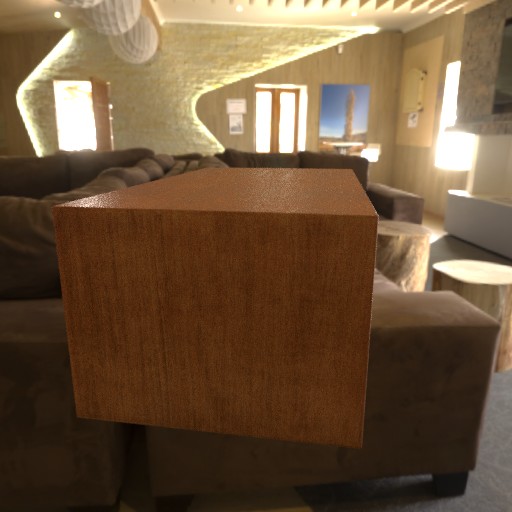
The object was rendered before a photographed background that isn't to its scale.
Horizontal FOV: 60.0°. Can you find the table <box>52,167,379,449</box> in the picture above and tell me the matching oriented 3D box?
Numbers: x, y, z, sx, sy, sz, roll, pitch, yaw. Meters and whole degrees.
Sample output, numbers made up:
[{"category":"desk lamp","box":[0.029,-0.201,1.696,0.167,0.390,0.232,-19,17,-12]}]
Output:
[{"category":"table","box":[0.000,0.000,1.251,0.549,0.419,1.000,3,15,9]}]
